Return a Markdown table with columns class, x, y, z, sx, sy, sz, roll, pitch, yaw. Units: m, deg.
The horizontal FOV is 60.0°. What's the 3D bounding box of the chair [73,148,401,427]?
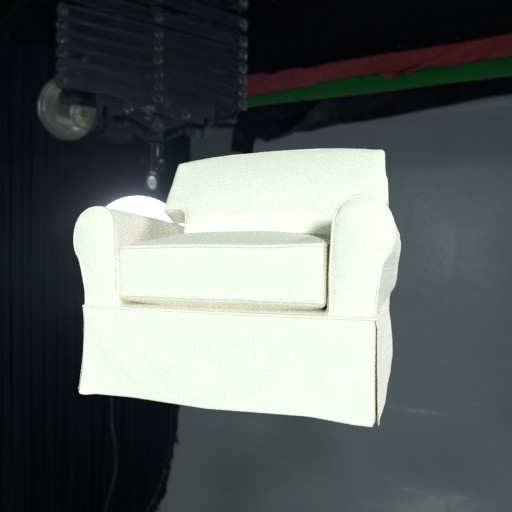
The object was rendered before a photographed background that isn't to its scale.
| class | x | y | z | sx | sy | sz | roll | pitch | yaw |
| --- | --- | --- | --- | --- | --- | --- | --- | --- | --- |
| chair | 0.000 | 0.000 | 1.766 | 1.099 | 0.958 | 0.904 | 0 | 0 | 19 |
